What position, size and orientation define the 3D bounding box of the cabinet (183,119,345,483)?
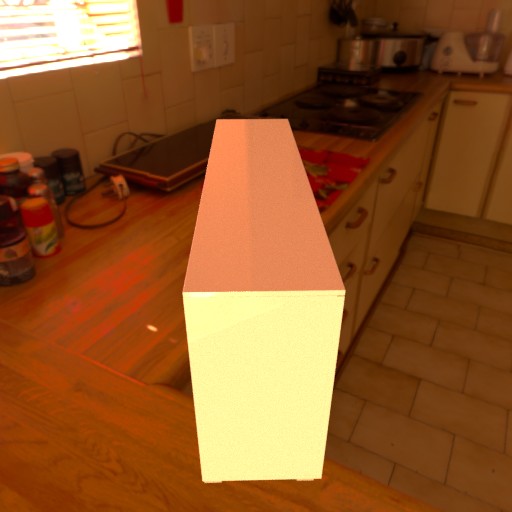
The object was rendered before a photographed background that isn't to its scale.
[{"bbox_3d":[0.000,0.000,1.999,0.400,0.800,1.650,-1,31,-1],"label":"cabinet"}]
